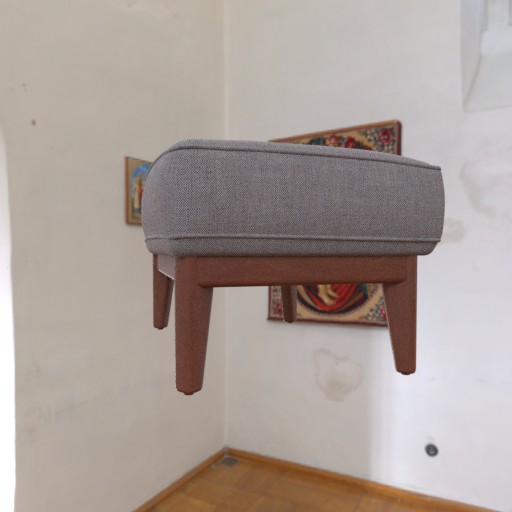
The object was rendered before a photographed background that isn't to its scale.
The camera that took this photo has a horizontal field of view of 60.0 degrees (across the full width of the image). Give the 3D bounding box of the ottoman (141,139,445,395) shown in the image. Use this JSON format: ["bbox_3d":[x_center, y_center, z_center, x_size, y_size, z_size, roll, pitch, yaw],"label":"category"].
[{"bbox_3d":[0.000,0.000,1.115,0.555,0.458,0.750,0,1,-16],"label":"ottoman"}]
